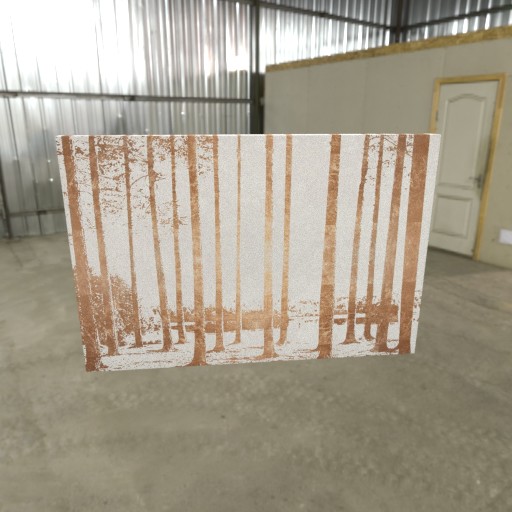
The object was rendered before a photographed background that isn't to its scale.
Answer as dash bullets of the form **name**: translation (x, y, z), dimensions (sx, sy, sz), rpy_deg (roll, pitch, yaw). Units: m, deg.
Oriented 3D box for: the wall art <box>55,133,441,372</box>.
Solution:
- **wall art**: translation (0.000, 0.000, 1.153), dimensions (0.914, 0.609, 0.035), rpy_deg (-2, 18, -6)
